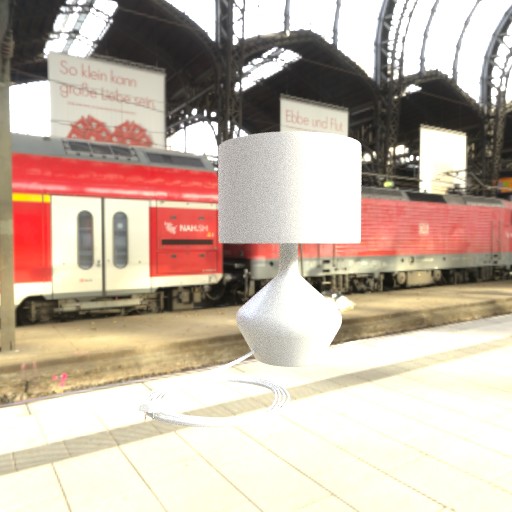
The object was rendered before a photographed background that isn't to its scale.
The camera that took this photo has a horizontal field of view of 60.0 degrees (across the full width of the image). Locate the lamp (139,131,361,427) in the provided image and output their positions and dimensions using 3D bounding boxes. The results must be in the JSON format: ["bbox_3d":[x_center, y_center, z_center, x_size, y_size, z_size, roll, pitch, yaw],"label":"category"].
[{"bbox_3d":[0.000,0.000,0.858,0.546,0.457,0.401,-2,3,-35],"label":"lamp"}]
